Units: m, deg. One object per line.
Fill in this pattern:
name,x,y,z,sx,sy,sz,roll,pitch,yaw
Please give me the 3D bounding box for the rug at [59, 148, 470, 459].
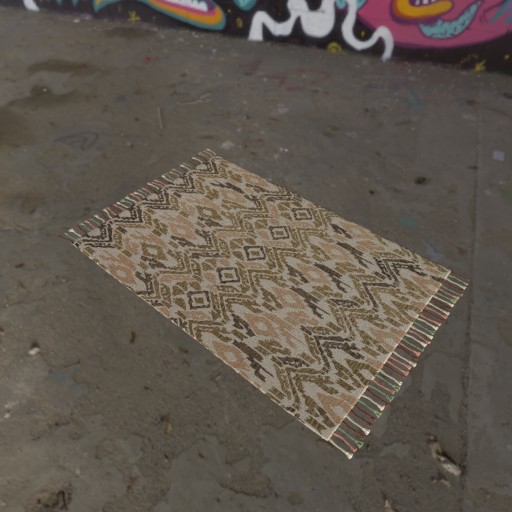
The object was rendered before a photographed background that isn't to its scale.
rug,0.000,0.000,3.036,2.438,0.008,1.524,31,53,27
